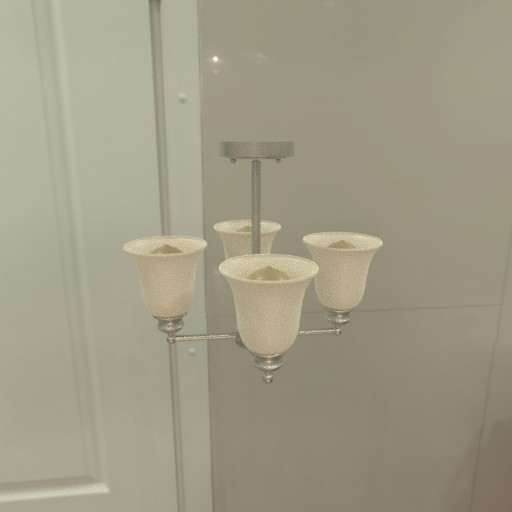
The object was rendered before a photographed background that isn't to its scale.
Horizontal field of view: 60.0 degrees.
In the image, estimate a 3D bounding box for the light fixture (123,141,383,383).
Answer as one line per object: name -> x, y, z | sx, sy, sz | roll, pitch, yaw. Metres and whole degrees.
light fixture -> 0.000, 0.000, 0.740 | 0.427, 0.370, 0.427 | -2, 15, -6
